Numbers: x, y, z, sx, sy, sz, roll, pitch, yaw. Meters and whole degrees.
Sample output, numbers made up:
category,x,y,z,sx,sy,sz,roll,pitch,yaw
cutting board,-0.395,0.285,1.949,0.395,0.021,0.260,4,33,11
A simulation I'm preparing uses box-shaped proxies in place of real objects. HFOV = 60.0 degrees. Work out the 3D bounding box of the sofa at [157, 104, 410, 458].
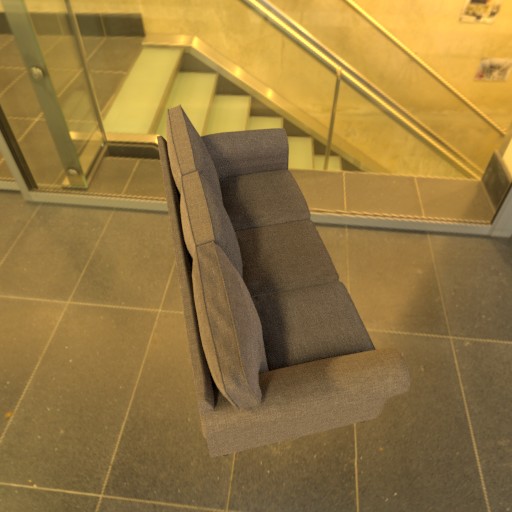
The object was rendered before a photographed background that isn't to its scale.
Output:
category,x,y,z,sx,sy,sz,roll,pitch,yaw
sofa,0.000,0.000,2.609,0.916,0.961,2.084,-10,48,-9
